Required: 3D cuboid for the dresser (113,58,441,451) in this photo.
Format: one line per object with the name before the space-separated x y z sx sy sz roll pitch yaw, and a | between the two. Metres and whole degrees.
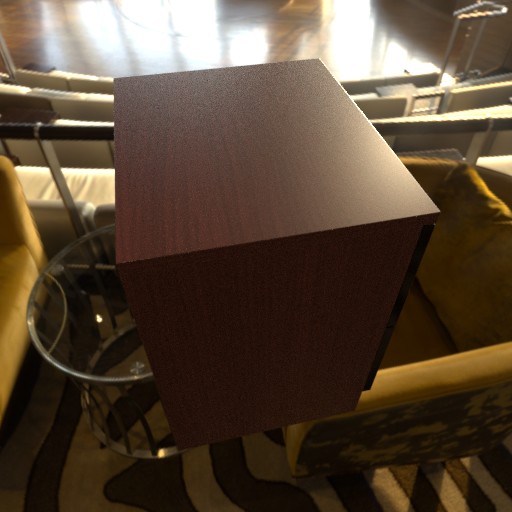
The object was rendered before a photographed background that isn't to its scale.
dresser | 0.000 0.000 0.746 0.360 0.470 0.400 -9 47 -9
